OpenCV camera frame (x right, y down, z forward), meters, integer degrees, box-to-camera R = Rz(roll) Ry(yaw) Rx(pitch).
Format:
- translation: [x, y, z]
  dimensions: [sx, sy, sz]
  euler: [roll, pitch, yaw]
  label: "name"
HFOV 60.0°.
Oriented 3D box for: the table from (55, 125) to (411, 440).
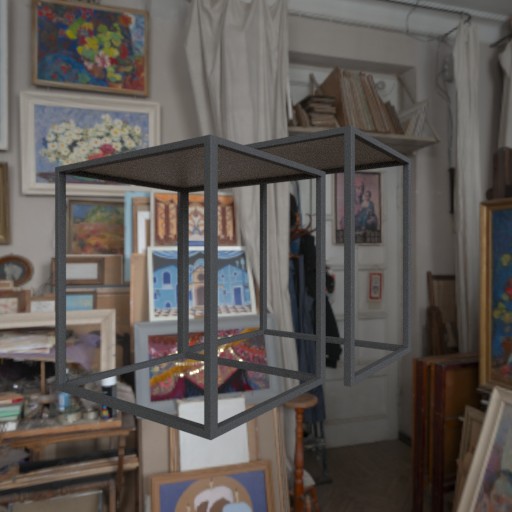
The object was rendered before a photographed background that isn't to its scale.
- translation: [0.000, 0.000, 1.076]
  dimensions: [0.508, 0.540, 0.788]
  euler: [0, 0, 36]
  label: "table"
